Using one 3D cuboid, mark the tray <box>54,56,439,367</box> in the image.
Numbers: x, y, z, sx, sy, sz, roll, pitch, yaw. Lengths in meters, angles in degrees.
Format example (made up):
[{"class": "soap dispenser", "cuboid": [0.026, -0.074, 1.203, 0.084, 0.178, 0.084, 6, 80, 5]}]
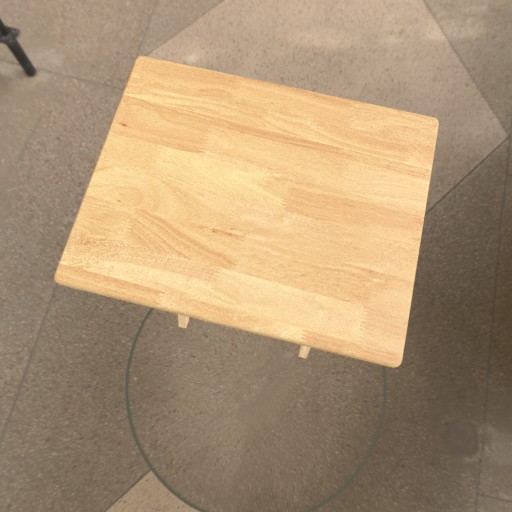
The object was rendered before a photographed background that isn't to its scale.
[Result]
[{"class": "tray", "cuboid": [0.000, 0.000, 0.956, 0.483, 0.660, 0.381, 13, 75, 4]}]
